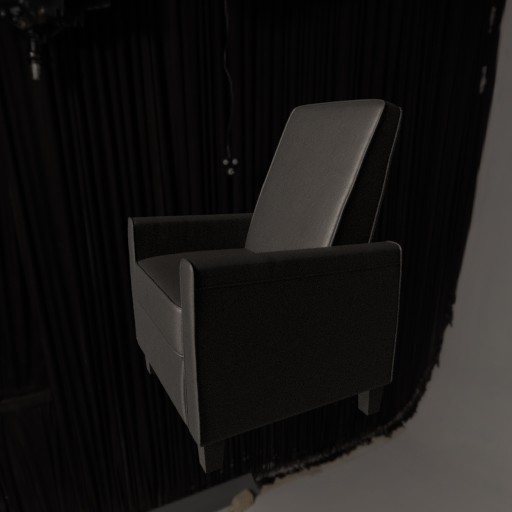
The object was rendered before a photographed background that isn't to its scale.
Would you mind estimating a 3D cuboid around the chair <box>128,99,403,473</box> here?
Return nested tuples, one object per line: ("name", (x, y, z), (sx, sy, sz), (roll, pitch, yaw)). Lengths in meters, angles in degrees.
("chair", (0.000, 0.000, 1.512), (0.746, 1.013, 0.705), (-8, 18, -27))
